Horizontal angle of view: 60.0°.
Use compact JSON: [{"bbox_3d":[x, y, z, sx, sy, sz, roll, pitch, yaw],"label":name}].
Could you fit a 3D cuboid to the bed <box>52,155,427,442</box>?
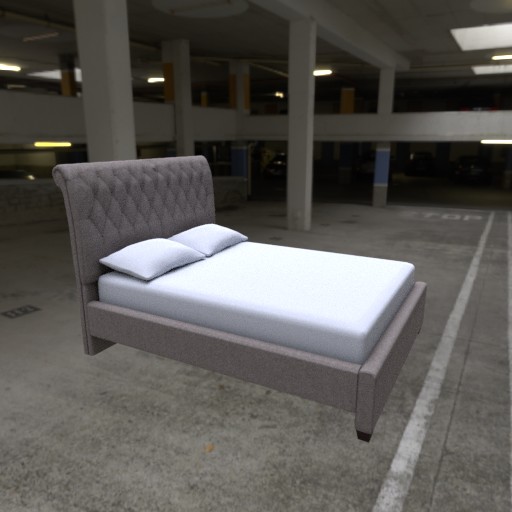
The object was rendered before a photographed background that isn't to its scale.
[{"bbox_3d":[0.000,0.000,3.328,2.252,1.371,1.645,8,17,28],"label":"bed"}]
